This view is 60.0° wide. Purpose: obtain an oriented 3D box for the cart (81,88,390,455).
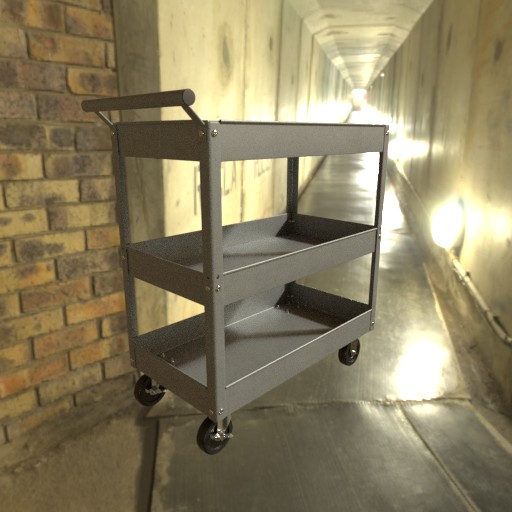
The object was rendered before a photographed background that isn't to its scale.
[{"bbox_3d":[0.000,0.000,1.194,0.366,0.780,0.719,15,21,42],"label":"cart"}]
